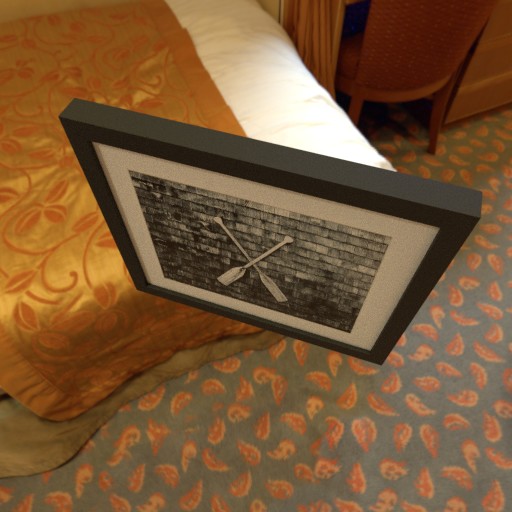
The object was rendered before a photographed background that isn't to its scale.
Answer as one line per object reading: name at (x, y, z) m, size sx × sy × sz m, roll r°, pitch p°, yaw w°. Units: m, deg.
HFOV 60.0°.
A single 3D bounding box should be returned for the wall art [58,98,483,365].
wall art at (0.000, 0.000, 0.525) m, size 0.381 × 0.330 × 0.029 m, roll 16°, pitch 58°, yaw 10°
